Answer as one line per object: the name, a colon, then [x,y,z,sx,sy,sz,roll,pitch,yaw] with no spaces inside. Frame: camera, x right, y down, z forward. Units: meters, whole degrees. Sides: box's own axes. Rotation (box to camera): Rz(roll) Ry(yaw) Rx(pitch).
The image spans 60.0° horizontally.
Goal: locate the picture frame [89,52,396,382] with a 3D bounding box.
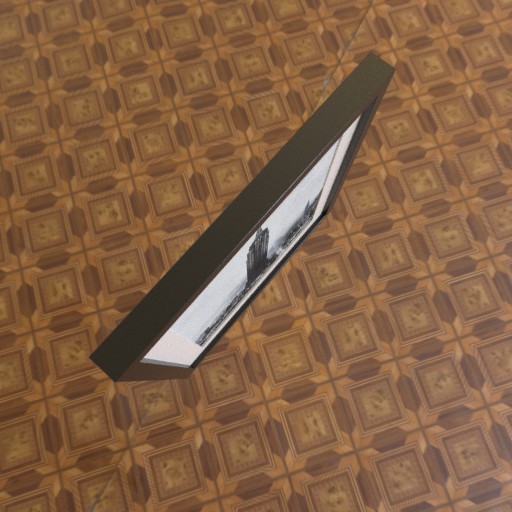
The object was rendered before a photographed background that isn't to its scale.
picture frame: [0.000,0.000,0.535,0.029,0.353,0.355,39,78,10]
